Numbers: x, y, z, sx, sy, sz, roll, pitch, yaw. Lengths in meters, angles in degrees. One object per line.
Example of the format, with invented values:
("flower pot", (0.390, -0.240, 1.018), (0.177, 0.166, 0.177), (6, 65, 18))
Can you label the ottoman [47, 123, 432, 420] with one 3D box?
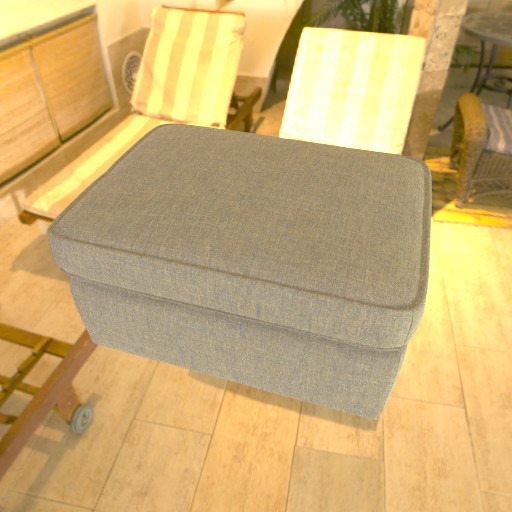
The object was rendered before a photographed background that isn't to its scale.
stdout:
("ottoman", (0.000, 0.000, 1.116), (0.762, 0.457, 0.559), (12, 43, 13))
